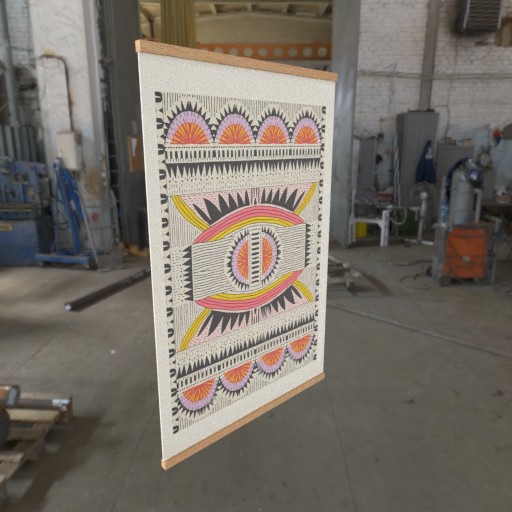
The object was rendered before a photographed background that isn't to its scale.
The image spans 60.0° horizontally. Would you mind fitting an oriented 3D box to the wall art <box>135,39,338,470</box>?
[{"bbox_3d":[0.000,0.000,1.873,0.999,1.533,0.028,-13,20,-42],"label":"wall art"}]
